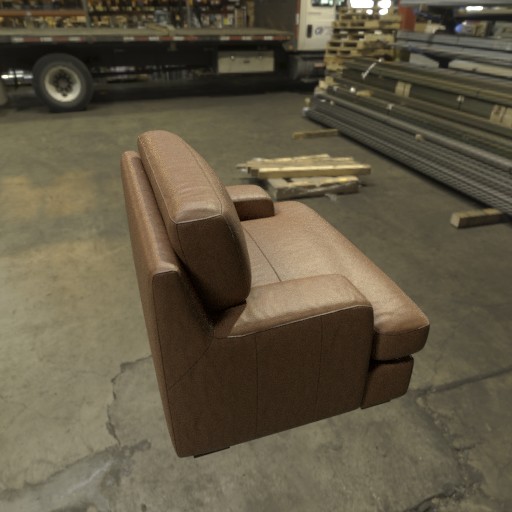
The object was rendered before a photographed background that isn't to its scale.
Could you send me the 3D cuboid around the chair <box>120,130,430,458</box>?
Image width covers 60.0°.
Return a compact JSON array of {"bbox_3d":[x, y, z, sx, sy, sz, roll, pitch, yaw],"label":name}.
[{"bbox_3d":[0.000,0.000,2.004,1.050,0.978,1.276,-10,31,-16],"label":"chair"}]
